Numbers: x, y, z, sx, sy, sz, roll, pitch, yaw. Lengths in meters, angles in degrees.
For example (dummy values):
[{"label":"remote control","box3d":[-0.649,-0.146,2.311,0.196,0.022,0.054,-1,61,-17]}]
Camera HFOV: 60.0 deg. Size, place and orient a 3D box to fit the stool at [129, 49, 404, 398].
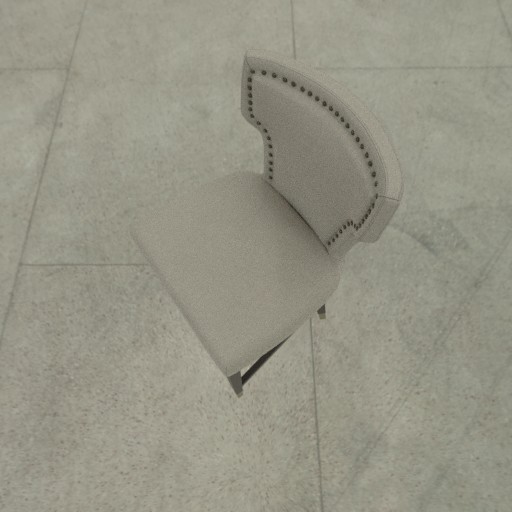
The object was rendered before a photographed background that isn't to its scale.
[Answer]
[{"label":"stool","box3d":[0.000,0.000,1.346,0.563,0.982,0.527,-33,68,-15]}]
